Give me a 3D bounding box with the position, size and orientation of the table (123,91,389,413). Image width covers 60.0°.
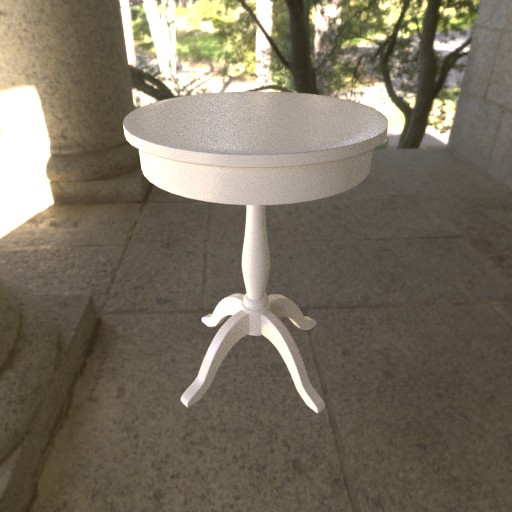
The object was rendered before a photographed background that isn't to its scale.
[{"bbox_3d":[0.000,0.000,1.047,0.513,0.653,0.513,0,30,0],"label":"table"}]
